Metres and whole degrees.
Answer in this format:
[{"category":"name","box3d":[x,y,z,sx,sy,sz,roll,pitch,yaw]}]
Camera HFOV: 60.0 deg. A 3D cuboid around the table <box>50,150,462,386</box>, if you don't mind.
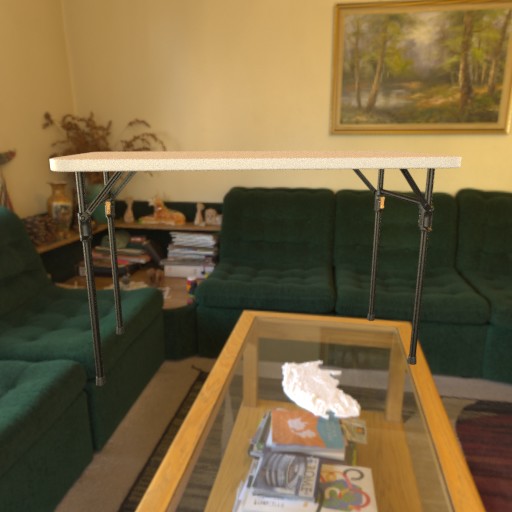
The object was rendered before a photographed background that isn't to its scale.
[{"category":"table","box3d":[0.000,0.000,1.622,1.219,0.729,0.610,-2,15,-7]}]
